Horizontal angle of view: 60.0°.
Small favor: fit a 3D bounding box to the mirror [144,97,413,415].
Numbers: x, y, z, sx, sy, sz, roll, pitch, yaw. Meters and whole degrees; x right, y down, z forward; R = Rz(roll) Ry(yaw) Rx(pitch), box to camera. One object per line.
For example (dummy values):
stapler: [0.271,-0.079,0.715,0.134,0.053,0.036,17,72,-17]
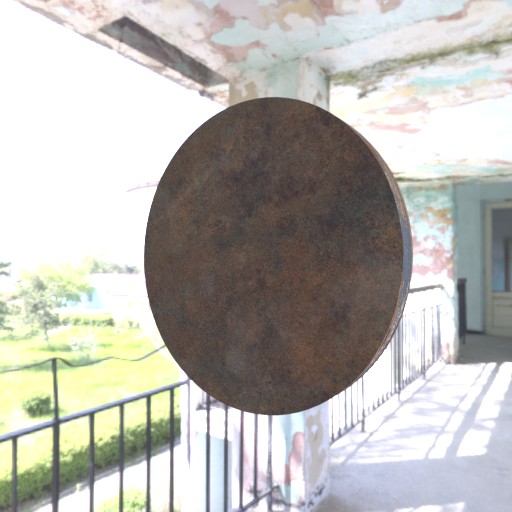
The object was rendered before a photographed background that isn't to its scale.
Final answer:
mirror: [0.000,0.000,0.856,0.585,0.585,0.061,0,-1,36]
